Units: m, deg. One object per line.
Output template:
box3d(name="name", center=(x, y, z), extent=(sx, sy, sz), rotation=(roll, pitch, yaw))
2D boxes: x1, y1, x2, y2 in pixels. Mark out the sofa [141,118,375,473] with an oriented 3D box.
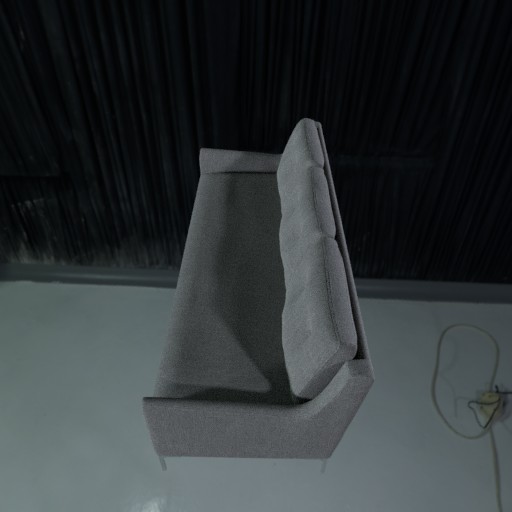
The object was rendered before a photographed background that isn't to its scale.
box3d(name="sofa", center=(0.000, 0.000, 2.491), extent=(0.849, 0.837, 2.060), rotation=(1, 41, 1))
